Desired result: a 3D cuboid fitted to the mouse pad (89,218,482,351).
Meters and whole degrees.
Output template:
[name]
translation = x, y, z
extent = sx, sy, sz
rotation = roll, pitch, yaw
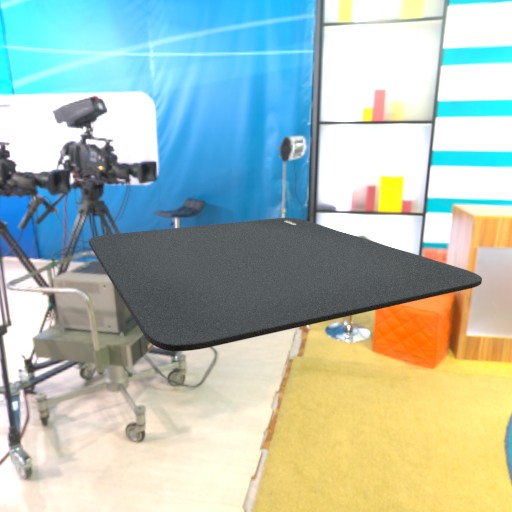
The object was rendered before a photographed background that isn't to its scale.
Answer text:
[mouse pad]
translation = 0.000, 0.000, 0.317
extent = 0.203, 0.003, 0.229
rotation = -8, 17, -26
